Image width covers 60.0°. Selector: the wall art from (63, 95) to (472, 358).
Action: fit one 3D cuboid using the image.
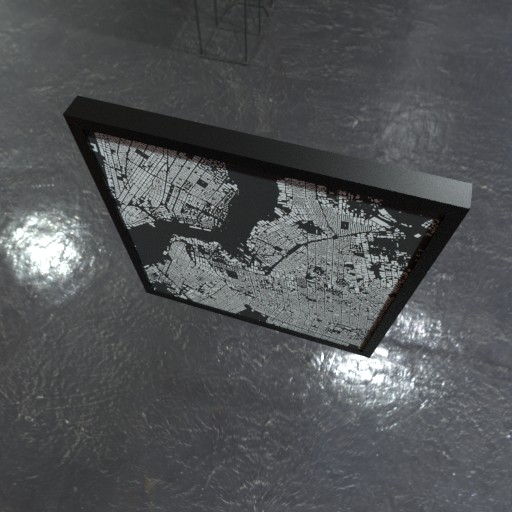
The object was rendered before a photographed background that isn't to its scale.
[{"bbox_3d":[0.000,0.000,0.752,0.506,0.506,0.038,15,60,9],"label":"wall art"}]
